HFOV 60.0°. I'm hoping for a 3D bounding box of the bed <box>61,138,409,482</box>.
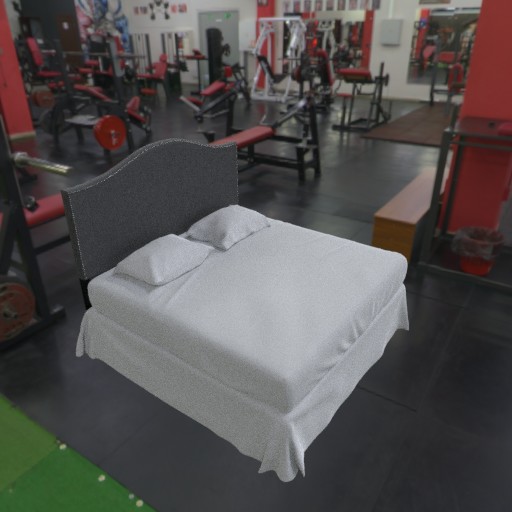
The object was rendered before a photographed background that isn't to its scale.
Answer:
[{"bbox_3d":[0.000,0.000,3.692,2.219,1.651,2.314,19,33,32],"label":"bed"}]
